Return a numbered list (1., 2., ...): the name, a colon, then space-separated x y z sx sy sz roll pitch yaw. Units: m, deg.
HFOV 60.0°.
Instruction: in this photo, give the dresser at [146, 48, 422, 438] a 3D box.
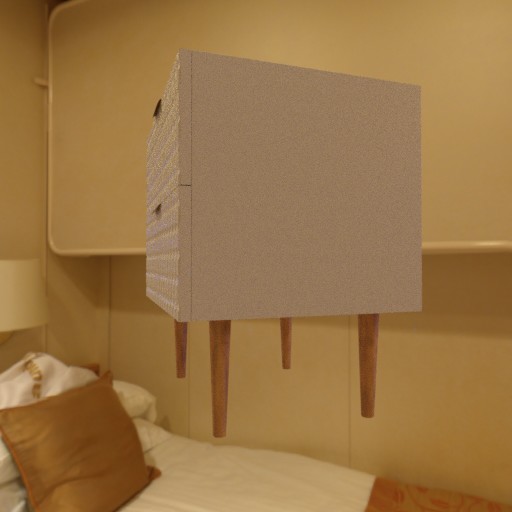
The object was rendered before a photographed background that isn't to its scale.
1. dresser: 0.000 0.000 0.911 0.414 0.568 0.503 0 -1 -19
